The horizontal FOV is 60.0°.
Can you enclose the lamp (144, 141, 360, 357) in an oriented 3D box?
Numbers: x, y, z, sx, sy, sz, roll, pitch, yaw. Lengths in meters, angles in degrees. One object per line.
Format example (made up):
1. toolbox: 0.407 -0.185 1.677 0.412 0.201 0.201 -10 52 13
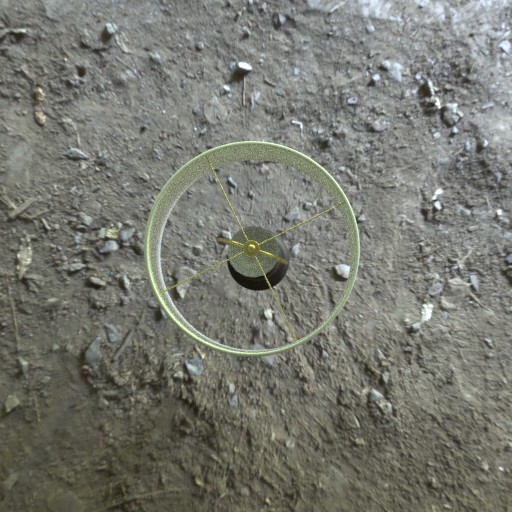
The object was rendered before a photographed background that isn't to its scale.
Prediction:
1. lamp: 0.000 0.000 0.831 0.335 0.611 0.335 0 88 1
